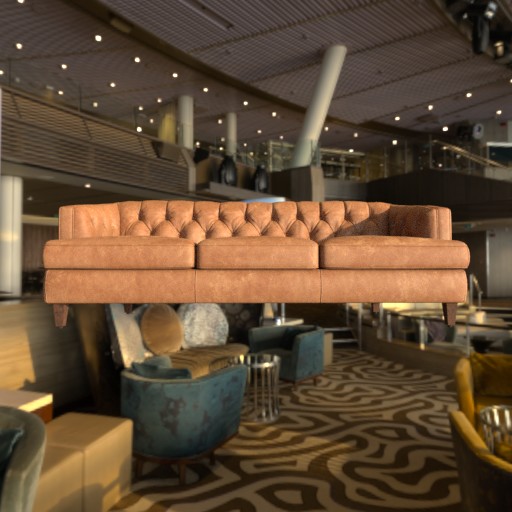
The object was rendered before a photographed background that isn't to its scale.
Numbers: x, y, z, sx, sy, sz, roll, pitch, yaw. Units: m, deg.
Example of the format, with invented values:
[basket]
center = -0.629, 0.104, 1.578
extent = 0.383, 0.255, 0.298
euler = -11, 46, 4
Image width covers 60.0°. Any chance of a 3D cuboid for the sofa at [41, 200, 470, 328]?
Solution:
[sofa]
center = 0.000, 0.000, 2.755
extent = 2.257, 0.791, 0.922
euler = 0, -2, -1
